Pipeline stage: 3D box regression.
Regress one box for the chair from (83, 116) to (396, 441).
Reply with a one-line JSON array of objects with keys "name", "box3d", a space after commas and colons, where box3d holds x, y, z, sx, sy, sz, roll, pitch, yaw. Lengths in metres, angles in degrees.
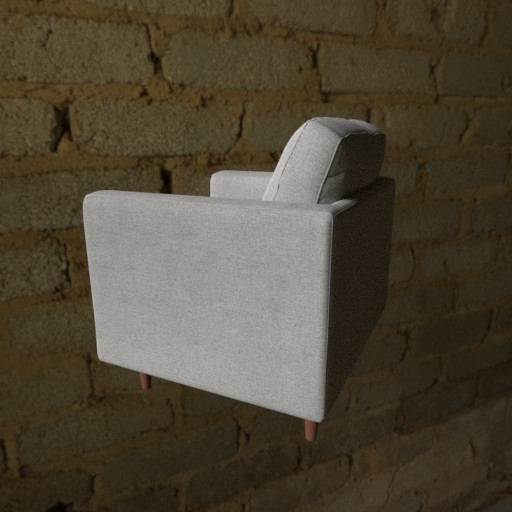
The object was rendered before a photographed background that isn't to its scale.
[{"name": "chair", "box3d": [0.000, 0.000, 1.562, 0.800, 0.927, 0.855, 8, 18, 25]}]
